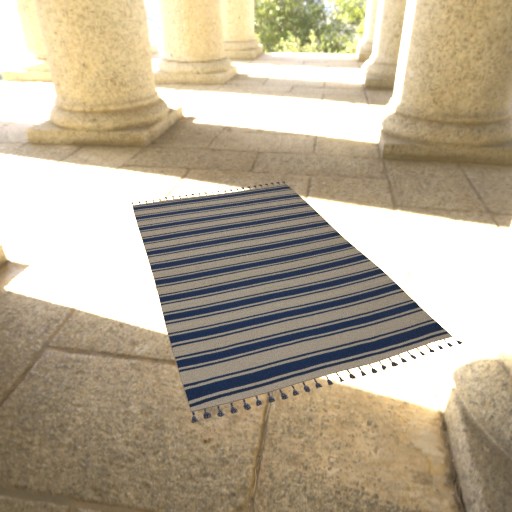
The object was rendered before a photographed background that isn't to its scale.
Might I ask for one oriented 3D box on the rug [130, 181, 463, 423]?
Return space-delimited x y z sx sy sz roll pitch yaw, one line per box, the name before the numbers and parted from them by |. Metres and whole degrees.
rug | 0.000 0.000 2.647 1.248 0.009 2.108 -10 33 -17
